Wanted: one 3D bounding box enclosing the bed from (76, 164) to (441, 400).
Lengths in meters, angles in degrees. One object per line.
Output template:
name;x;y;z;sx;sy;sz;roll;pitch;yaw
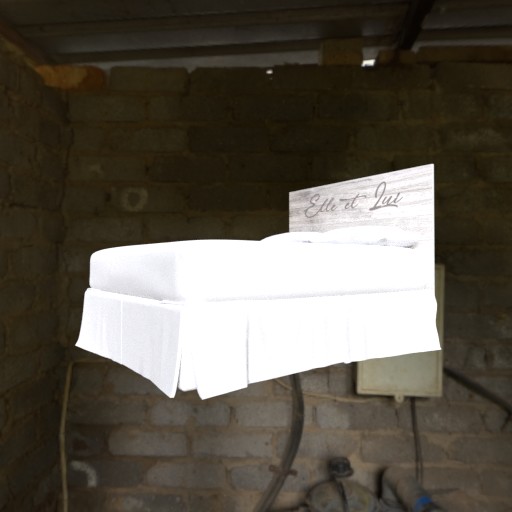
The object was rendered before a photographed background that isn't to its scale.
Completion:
bed;0.000;0.000;3.219;2.094;1.335;1.745;1;-1;-36
